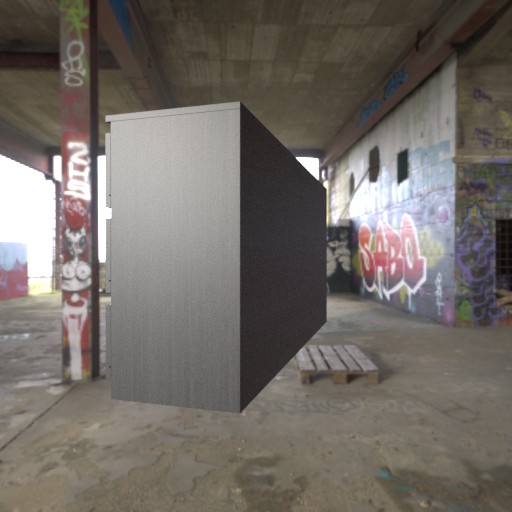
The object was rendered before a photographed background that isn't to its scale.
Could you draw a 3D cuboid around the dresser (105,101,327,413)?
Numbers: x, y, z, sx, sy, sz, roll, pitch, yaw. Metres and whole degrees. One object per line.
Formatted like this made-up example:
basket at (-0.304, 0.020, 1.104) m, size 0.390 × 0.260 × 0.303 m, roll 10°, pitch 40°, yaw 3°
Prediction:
dresser at (0.000, 0.000, 1.947) m, size 0.400 × 0.795 × 1.590 m, roll 0°, pitch 0°, yaw 17°
